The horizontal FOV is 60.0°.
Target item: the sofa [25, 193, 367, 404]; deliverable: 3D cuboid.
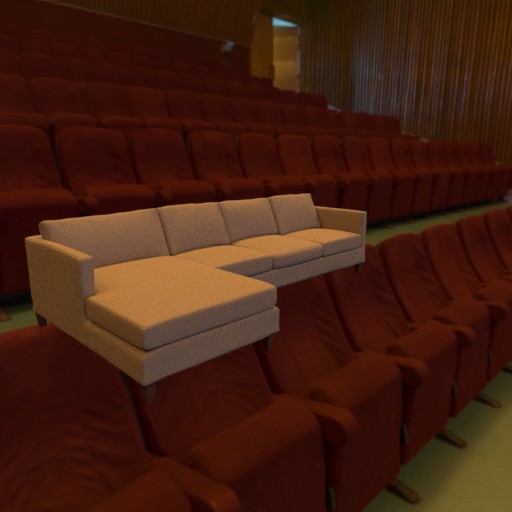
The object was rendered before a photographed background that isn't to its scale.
[{"bbox_3d":[0.000,0.000,3.820,3.186,0.846,1.625,-12,18,-43],"label":"sofa"}]
